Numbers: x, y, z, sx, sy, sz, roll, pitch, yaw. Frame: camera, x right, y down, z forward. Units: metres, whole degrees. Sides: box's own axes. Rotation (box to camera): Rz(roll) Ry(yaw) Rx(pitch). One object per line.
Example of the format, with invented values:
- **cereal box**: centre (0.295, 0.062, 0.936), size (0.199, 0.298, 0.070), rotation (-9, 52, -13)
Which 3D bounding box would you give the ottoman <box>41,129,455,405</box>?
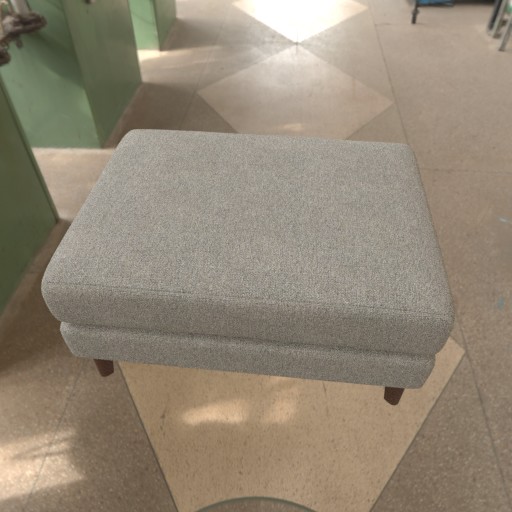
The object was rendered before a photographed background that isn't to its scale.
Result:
- **ottoman**: centre (0.000, 0.000, 1.167), size (0.821, 0.441, 0.611), rotation (4, 46, 4)
